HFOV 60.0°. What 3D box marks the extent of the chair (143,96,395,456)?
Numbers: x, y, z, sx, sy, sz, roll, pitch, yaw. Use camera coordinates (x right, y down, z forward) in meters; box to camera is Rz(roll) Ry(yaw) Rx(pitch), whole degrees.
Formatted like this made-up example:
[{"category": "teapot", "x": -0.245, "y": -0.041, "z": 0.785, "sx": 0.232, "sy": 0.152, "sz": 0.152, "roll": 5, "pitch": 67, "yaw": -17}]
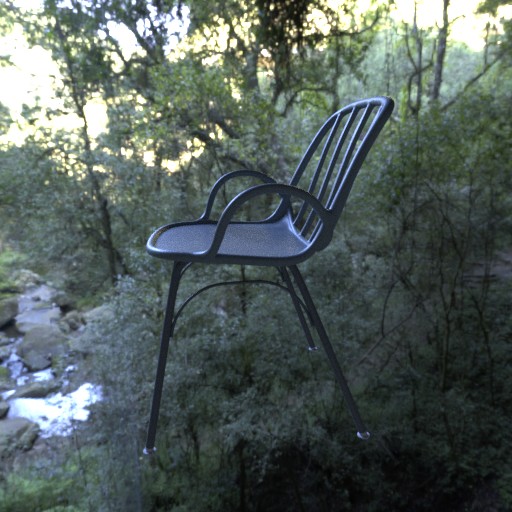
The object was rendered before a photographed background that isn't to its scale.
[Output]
[{"category": "chair", "x": 0.000, "y": 0.000, "z": 1.201, "sx": 0.597, "sy": 0.816, "sz": 0.549, "roll": -2, "pitch": 14, "yaw": -8}]
